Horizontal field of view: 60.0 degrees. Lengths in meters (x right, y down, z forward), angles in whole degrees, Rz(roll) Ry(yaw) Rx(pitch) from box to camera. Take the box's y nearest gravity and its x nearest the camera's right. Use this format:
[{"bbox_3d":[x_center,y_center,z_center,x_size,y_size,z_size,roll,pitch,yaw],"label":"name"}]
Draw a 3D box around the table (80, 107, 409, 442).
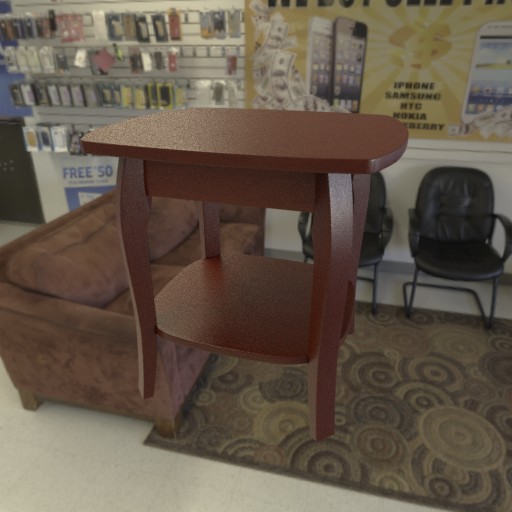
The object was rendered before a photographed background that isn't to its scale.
[{"bbox_3d":[0.000,0.000,0.867,0.502,0.496,0.433,8,26,16],"label":"table"}]
